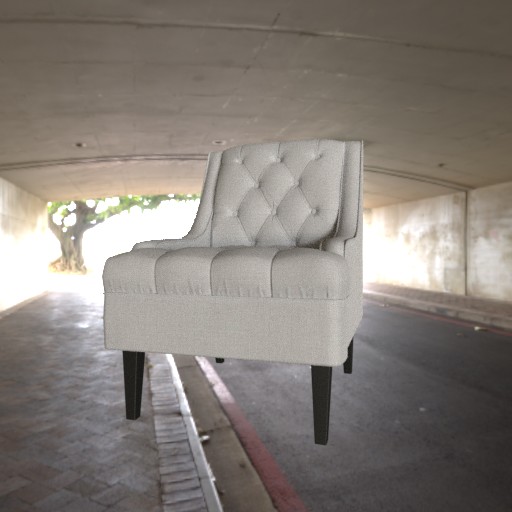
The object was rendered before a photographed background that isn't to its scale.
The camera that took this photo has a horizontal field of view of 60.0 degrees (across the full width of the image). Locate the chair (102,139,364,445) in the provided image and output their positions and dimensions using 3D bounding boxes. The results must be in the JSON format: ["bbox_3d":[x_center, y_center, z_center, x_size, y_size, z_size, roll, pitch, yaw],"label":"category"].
[{"bbox_3d":[0.000,0.000,1.430,0.658,0.891,0.772,0,1,17],"label":"chair"}]
